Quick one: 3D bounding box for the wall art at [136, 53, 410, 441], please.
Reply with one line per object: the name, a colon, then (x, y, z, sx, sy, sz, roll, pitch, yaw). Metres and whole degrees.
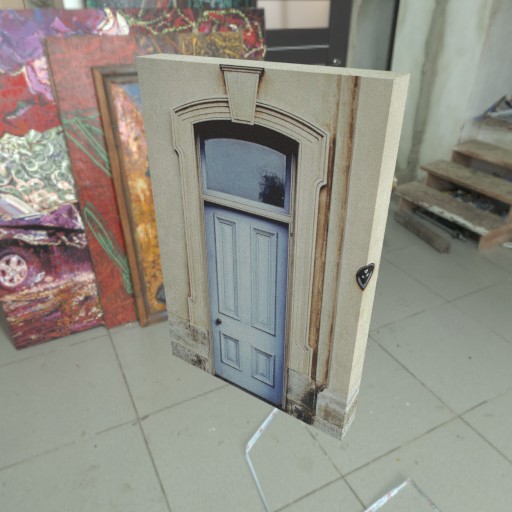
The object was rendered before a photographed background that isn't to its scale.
wall art: (0.000, 0.000, 0.476, 0.254, 0.381, 0.038, 18, 35, 29)
